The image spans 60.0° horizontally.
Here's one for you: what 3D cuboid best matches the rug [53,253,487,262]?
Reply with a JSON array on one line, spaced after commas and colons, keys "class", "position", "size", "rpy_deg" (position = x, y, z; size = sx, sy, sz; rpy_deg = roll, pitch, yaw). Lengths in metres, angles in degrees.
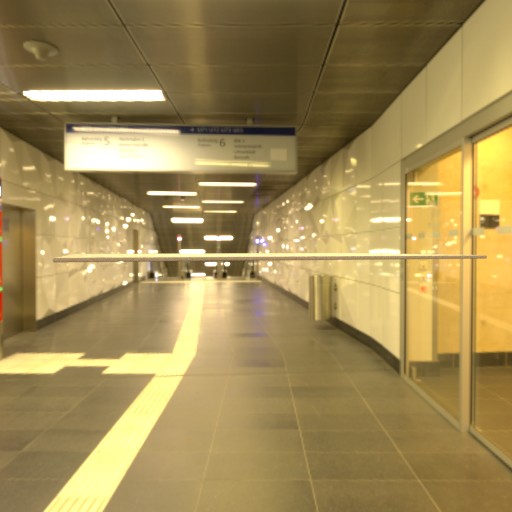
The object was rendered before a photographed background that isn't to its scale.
[{"class": "rug", "position": [0.000, 0.000, 2.317], "size": [1.828, 0.015, 1.222], "rpy_deg": [0, 1, -19]}]
